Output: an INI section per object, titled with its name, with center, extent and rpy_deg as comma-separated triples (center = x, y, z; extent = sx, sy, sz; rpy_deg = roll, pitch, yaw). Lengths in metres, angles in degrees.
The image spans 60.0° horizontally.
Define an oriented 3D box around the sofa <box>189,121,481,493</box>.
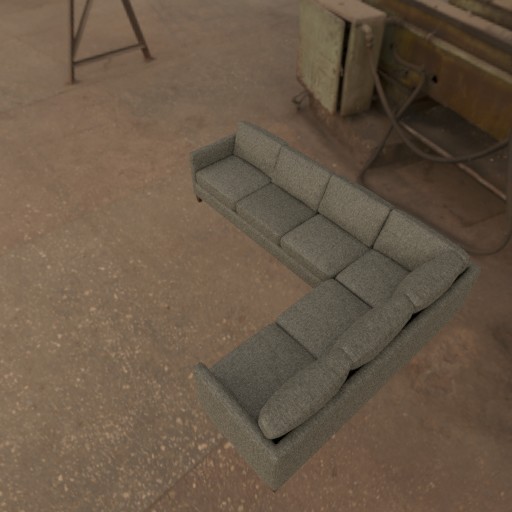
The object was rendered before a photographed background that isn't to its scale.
[sofa]
center = 0.000, 0.000, 4.406
extent = 2.593, 0.947, 3.302
rpy_deg = -32, 54, -27
